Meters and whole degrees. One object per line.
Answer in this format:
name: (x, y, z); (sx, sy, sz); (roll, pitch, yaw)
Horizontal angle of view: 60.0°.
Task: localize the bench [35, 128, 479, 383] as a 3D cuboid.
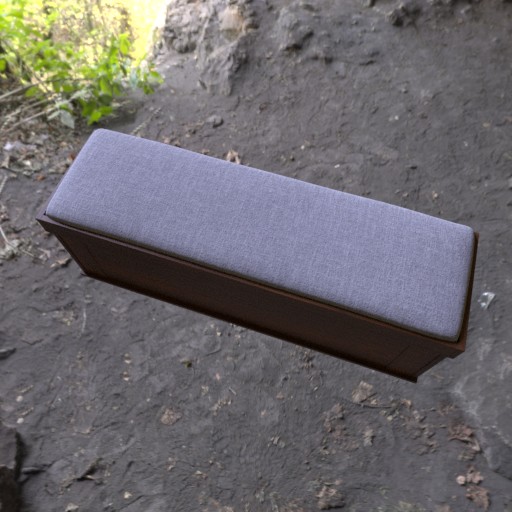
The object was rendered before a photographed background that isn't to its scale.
bench: (0.000, 0.000, 1.422); (1.196, 0.468, 0.367); (17, 64, 8)
